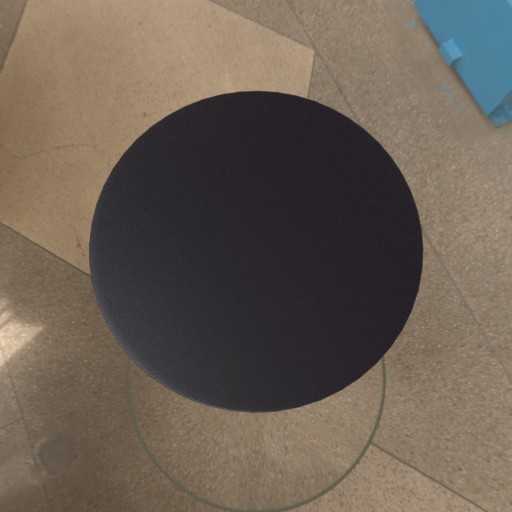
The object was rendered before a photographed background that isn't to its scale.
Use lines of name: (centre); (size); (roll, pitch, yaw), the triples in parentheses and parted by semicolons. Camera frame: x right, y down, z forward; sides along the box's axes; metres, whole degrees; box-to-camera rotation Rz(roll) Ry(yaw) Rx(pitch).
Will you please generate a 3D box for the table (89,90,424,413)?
table: (0.000, 0.000, 1.597); (1.029, 0.491, 1.029); (0, 76, 0)
